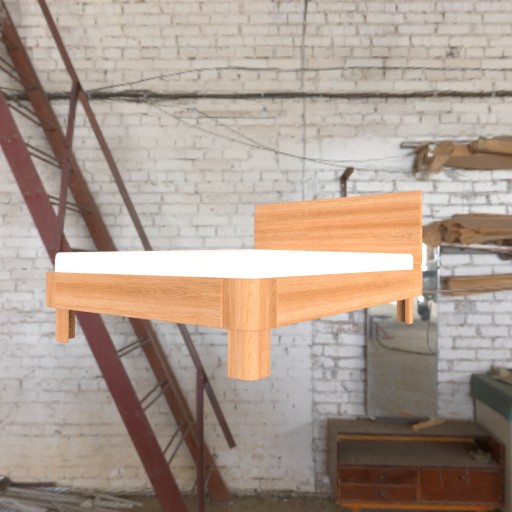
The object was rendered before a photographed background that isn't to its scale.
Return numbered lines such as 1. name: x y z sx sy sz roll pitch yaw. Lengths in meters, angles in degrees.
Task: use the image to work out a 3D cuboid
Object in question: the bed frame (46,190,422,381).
1. bed frame: 0.000 0.000 2.800 1.472 0.940 1.992 0 0 37
